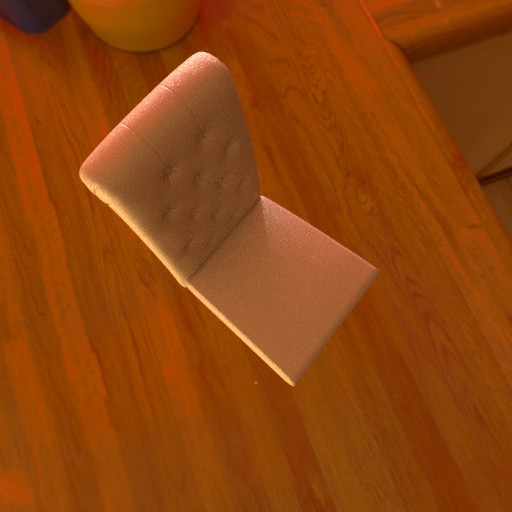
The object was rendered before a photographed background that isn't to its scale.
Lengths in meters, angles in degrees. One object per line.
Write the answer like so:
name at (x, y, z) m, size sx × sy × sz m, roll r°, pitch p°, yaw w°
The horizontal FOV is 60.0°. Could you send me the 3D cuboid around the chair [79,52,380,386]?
chair at (0.000, 0.000, 1.368) m, size 0.671 × 1.006 × 0.456 m, roll 38°, pitch 77°, yaw 10°
